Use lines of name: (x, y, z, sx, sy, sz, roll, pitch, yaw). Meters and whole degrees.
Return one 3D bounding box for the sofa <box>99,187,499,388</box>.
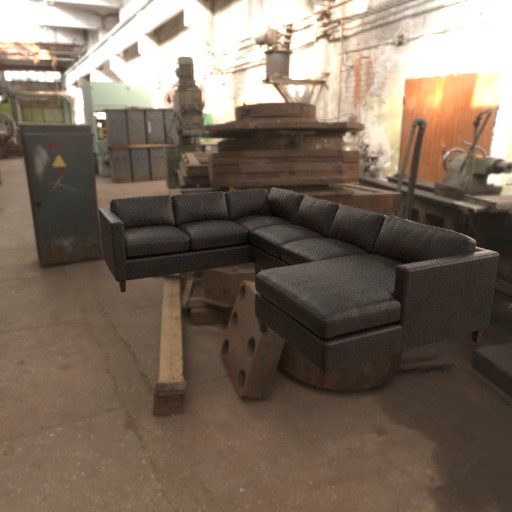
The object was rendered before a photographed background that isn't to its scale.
sofa: (0.000, 0.000, 4.303, 2.452, 0.891, 3.324, -8, 18, -25)
